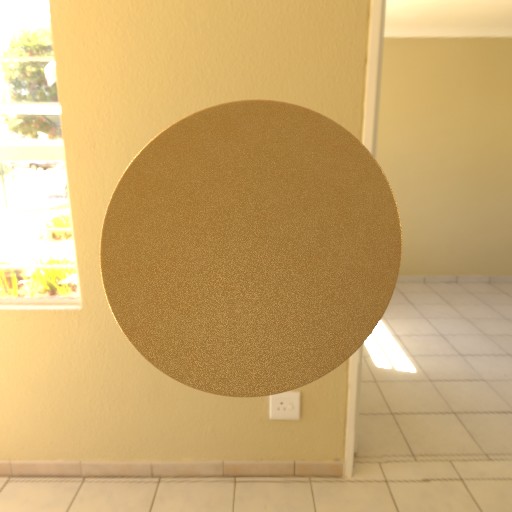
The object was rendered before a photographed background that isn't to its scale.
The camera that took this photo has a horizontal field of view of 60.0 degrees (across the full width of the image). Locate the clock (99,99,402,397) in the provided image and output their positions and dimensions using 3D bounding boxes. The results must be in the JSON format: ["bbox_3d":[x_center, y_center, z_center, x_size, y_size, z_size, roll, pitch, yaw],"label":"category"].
[{"bbox_3d":[0.000,0.000,0.473,0.314,0.314,0.040,-2,14,-9],"label":"clock"}]
